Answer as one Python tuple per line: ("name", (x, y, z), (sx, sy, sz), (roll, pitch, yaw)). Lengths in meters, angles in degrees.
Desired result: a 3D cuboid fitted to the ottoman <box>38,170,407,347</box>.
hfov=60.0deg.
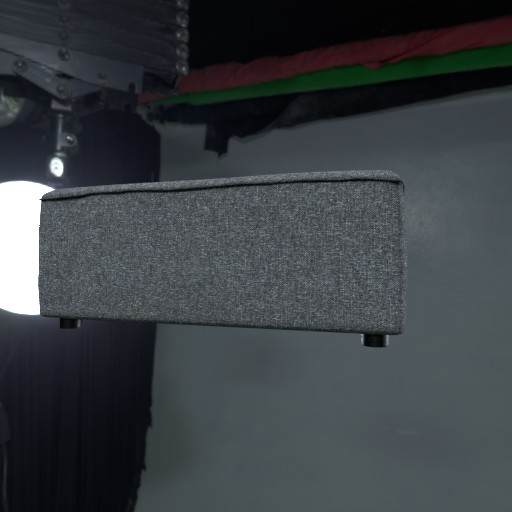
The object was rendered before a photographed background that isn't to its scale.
("ottoman", (0.000, 0.000, 1.585), (1.017, 0.423, 1.021), (0, 0, 18))
